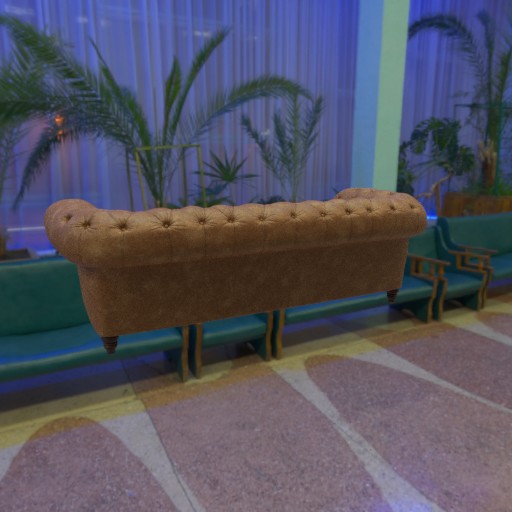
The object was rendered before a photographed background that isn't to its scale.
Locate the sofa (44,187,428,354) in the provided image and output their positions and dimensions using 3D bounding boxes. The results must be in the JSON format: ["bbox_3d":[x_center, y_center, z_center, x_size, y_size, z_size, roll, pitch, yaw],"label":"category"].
[{"bbox_3d":[0.000,0.000,2.789,2.365,0.760,0.989,-6,14,-25],"label":"sofa"}]
